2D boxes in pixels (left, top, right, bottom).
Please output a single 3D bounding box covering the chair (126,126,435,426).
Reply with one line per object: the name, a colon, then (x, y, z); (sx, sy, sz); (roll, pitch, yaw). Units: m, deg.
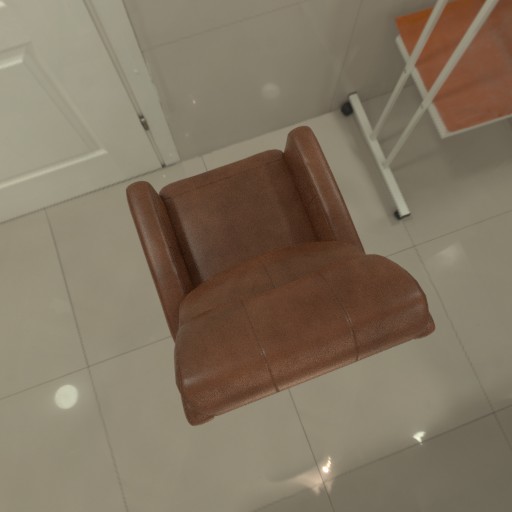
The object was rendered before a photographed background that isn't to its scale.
chair: (0.000, 0.000, 1.677); (0.787, 1.016, 0.939); (-20, 77, -5)
